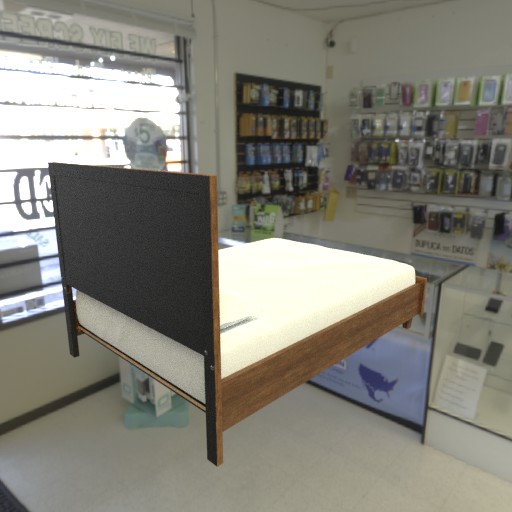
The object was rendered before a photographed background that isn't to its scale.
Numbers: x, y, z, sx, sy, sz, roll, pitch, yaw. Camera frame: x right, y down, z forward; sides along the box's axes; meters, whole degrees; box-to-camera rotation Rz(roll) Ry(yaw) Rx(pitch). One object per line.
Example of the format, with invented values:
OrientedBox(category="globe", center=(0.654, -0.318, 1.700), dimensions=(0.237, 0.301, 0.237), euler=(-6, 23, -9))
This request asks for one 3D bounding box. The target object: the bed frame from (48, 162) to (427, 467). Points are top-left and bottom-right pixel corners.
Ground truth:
OrientedBox(category="bed frame", center=(0.000, 0.000, 3.362), dimensions=(1.696, 1.417, 2.276), euler=(14, 20, 43))
